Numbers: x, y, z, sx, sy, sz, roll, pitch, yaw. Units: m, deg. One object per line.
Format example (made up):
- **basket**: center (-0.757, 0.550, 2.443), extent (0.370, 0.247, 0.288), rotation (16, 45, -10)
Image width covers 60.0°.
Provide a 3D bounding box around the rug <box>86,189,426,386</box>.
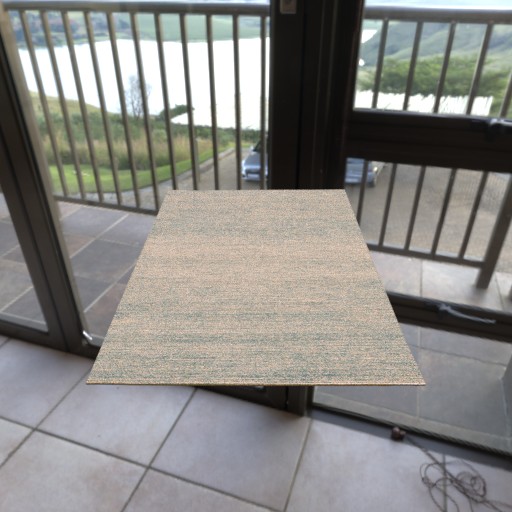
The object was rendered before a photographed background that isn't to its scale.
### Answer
- **rug**: center (0.000, 0.000, 3.066), extent (1.613, 0.030, 2.306), rotation (0, 32, 0)
